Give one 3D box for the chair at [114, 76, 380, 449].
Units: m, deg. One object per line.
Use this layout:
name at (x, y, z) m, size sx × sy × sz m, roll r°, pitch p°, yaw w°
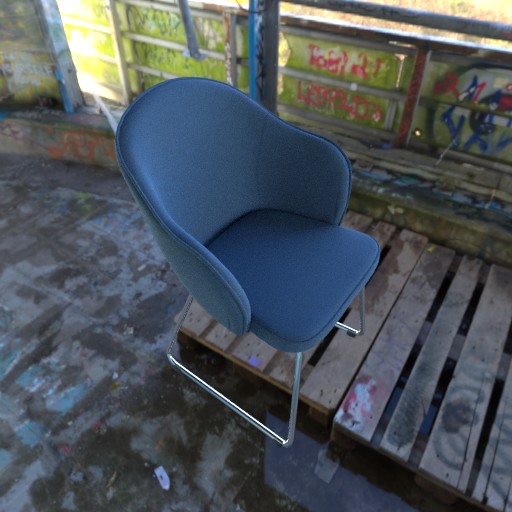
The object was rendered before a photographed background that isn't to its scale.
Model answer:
chair at (0.000, 0.000, 1.209) m, size 0.585 × 0.815 × 0.570 m, roll 25°, pitch 48°, yaw 25°
